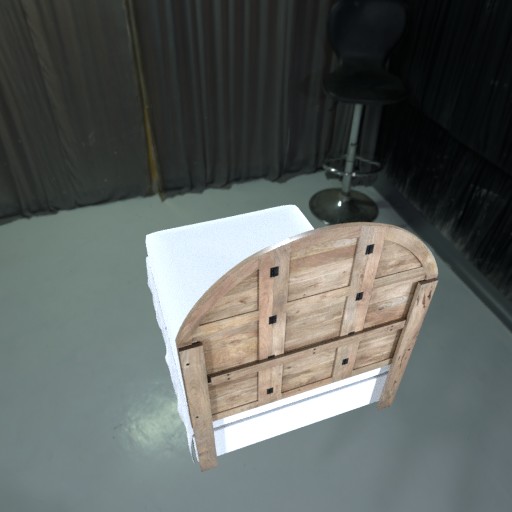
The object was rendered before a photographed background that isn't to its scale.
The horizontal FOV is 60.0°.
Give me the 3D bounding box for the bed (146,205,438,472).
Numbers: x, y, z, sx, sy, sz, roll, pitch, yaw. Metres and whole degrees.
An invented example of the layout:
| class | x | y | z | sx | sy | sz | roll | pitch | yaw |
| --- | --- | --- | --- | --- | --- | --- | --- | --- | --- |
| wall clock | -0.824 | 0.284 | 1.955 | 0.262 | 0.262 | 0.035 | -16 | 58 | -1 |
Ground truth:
| class | x | y | z | sx | sy | sz | roll | pitch | yaw |
| --- | --- | --- | --- | --- | --- | --- | --- | --- | --- |
| bed | 0.000 | 0.000 | 3.533 | 1.713 | 2.002 | 2.112 | -13 | 43 | -15 |
